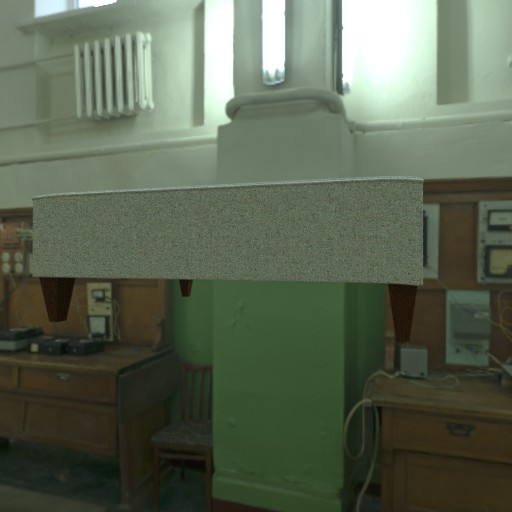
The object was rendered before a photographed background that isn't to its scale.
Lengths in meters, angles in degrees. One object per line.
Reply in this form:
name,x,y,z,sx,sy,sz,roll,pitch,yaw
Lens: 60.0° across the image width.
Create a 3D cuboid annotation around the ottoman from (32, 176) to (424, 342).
ottoman,0.000,0.000,1.224,0.835,0.303,0.736,0,0,18
